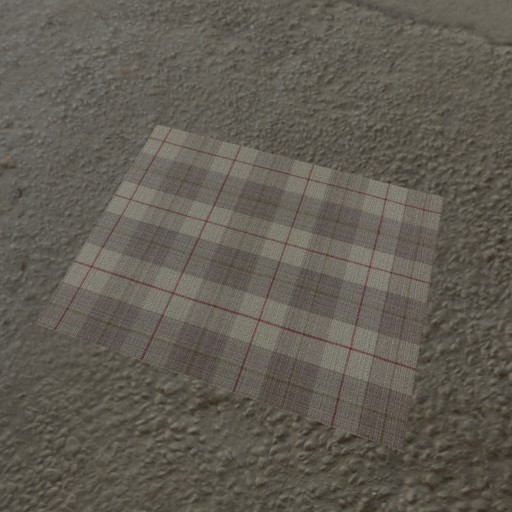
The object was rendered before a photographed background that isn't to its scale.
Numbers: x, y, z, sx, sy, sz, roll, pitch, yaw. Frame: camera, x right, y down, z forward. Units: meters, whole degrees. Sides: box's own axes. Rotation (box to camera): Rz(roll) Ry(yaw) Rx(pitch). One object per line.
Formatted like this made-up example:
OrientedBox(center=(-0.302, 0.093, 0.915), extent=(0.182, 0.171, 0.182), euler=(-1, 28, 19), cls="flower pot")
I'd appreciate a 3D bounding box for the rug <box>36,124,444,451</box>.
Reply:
OrientedBox(center=(0.000, 0.000, 3.881), extent=(2.959, 0.016, 2.317), euler=(16, 62, 9), cls="rug")
